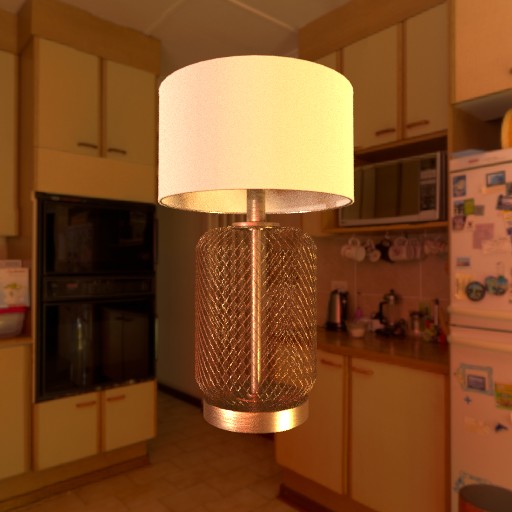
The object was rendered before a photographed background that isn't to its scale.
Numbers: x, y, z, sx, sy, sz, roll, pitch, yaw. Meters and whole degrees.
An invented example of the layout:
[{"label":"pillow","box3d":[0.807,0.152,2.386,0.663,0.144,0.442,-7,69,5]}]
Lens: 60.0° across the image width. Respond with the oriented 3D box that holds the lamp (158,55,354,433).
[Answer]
[{"label":"lamp","box3d":[0.000,0.000,0.816,0.353,0.578,0.353,0,-1,0]}]
